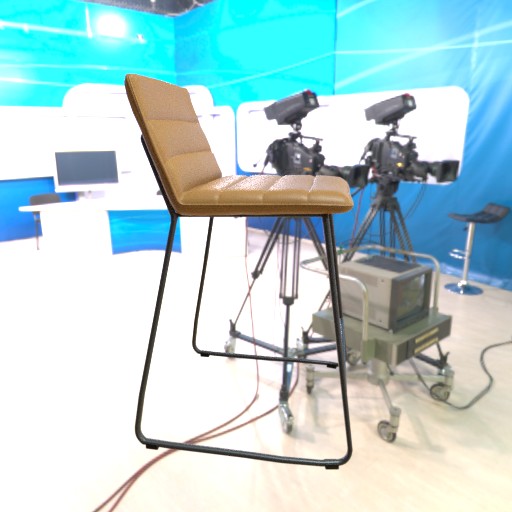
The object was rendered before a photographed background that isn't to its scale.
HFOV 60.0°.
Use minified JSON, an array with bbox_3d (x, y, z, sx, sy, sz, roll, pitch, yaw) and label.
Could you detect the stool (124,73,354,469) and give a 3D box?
[{"bbox_3d":[0.000,0.000,1.159,0.524,0.866,0.489,3,16,9],"label":"stool"}]
